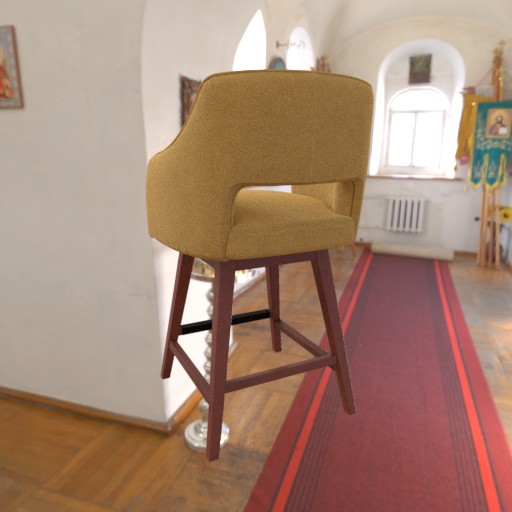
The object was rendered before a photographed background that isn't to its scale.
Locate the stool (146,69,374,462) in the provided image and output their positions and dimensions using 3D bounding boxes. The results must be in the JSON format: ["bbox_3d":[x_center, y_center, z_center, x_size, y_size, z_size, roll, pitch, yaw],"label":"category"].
[{"bbox_3d":[0.000,0.000,1.270,0.548,0.924,0.558,-7,16,-26],"label":"stool"}]
